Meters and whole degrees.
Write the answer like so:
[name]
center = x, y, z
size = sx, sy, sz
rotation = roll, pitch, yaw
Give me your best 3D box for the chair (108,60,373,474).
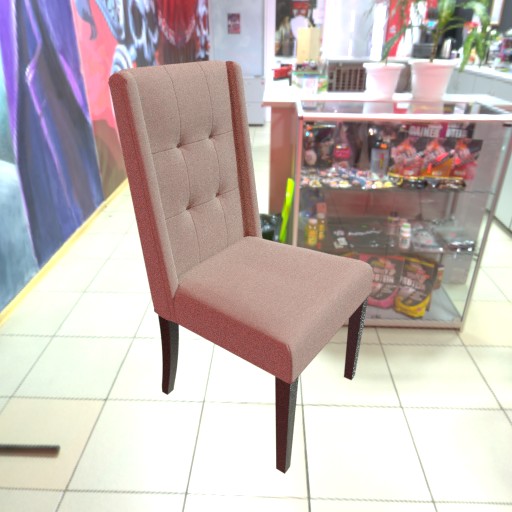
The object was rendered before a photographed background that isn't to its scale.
[chair]
center = 0.000, 0.000, 1.230
size = 0.523, 0.961, 0.474
rotation = 18, 33, 30
